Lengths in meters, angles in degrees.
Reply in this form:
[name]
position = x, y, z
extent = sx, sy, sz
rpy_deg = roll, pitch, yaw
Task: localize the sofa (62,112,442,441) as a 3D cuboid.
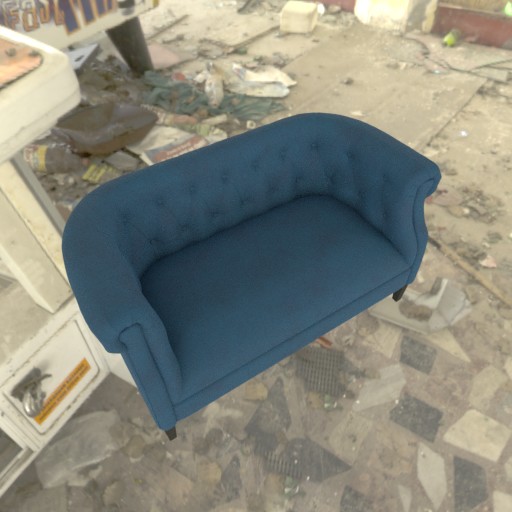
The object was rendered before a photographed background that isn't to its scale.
[sofa]
position = 0.000, 0.000, 2.058
extent = 1.558, 0.827, 0.835
rpy_deg = -26, 52, -22
